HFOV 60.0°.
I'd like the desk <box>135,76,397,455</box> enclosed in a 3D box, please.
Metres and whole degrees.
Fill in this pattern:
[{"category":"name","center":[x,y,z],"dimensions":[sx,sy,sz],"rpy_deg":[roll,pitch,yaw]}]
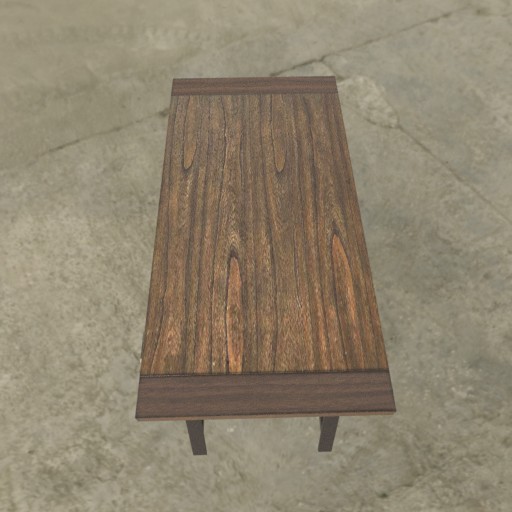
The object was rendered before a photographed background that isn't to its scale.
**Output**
[{"category":"desk","center":[0.000,0.000,1.993],"dimensions":[0.784,0.725,1.543],"rpy_deg":[-1,59,-1]}]
